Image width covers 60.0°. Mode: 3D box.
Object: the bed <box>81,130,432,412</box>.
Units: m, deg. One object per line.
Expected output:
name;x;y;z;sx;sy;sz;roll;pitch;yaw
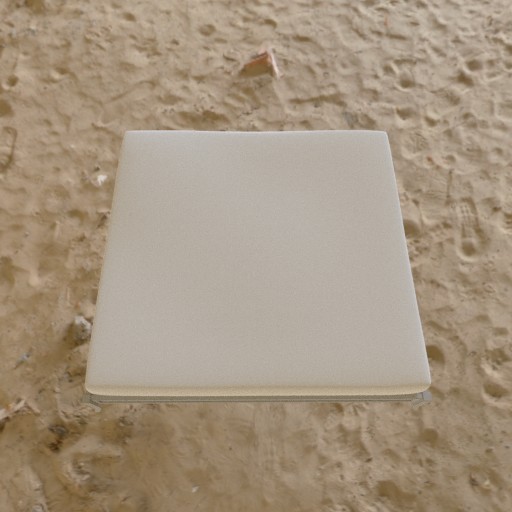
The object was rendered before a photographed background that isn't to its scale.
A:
bed;0.000;0.000;3.103;2.108;0.510;2.007;0;64;0
